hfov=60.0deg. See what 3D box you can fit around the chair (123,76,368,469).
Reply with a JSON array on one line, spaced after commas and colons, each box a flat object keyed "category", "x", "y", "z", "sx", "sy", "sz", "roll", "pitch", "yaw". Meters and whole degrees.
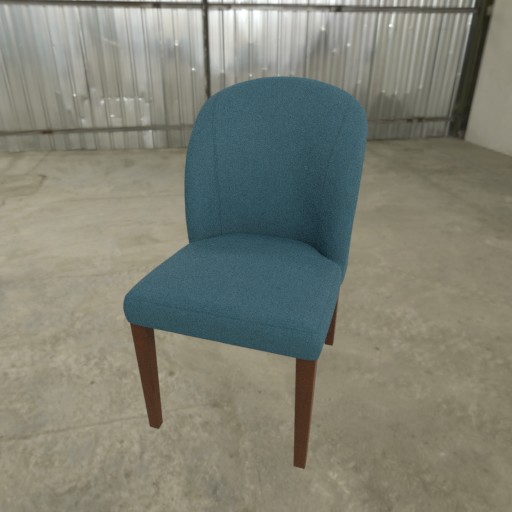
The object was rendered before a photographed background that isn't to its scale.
[{"category": "chair", "x": 0.000, "y": 0.000, "z": 1.234, "sx": 0.507, "sy": 0.879, "sz": 0.620, "roll": 8, "pitch": 28, "yaw": 16}]
